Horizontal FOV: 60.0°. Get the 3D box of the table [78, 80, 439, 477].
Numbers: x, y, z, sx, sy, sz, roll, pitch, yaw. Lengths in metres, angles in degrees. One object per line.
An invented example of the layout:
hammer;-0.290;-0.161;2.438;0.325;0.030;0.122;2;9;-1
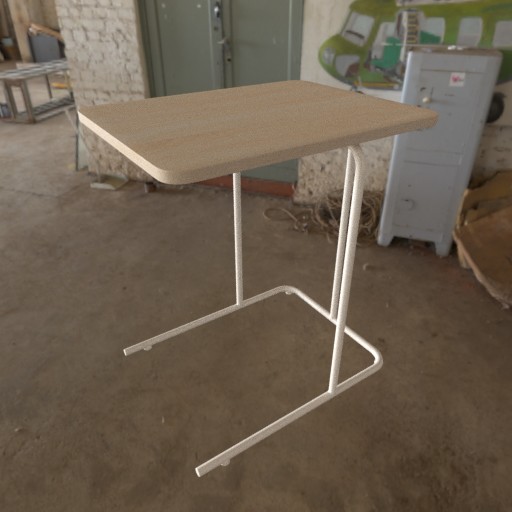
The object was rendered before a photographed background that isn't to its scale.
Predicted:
table;0.000;0.000;0.860;0.480;0.550;0.370;-19;36;-29
